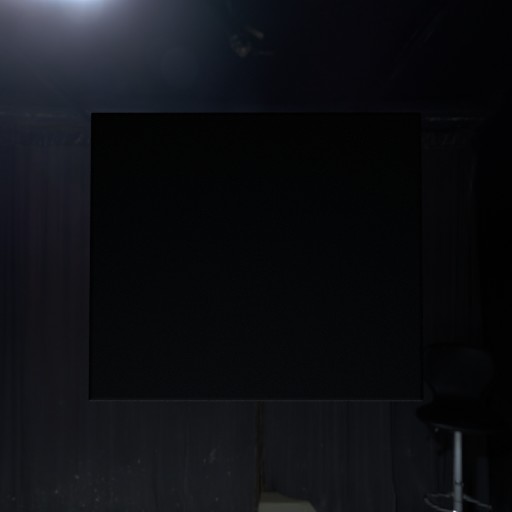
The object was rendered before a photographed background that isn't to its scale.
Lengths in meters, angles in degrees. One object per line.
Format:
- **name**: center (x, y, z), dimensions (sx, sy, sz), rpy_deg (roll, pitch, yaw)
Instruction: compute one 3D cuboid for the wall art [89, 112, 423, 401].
- **wall art**: center (0.000, 0.000, 0.520), dimensions (0.380, 0.330, 0.028), rpy_deg (0, -1, 0)
